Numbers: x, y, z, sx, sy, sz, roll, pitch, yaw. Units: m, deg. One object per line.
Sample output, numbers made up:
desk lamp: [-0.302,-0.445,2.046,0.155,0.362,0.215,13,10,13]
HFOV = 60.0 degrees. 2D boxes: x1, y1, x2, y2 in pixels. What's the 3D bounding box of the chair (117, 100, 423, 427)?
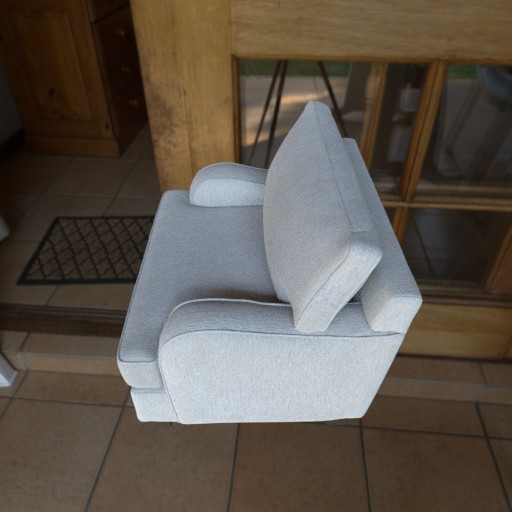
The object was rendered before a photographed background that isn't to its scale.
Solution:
chair: [0.000,0.000,2.022,1.041,1.016,1.220,0,39,0]
